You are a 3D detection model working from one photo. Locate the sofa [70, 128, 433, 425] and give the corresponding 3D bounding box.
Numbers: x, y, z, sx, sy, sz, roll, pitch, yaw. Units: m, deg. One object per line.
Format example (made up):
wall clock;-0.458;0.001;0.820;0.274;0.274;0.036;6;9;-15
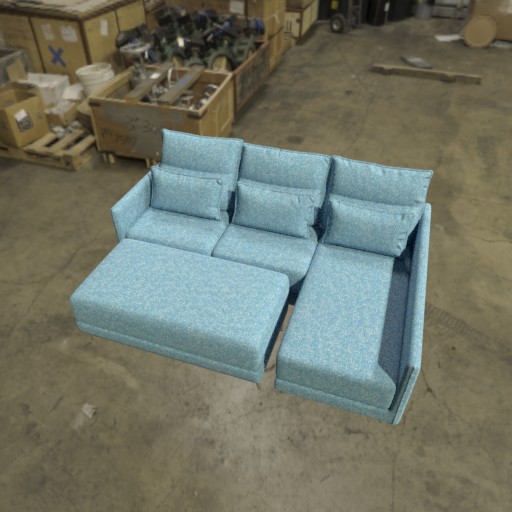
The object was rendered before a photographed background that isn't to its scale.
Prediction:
sofa;0.000;0.000;2.843;2.034;0.899;1.420;12;42;14
